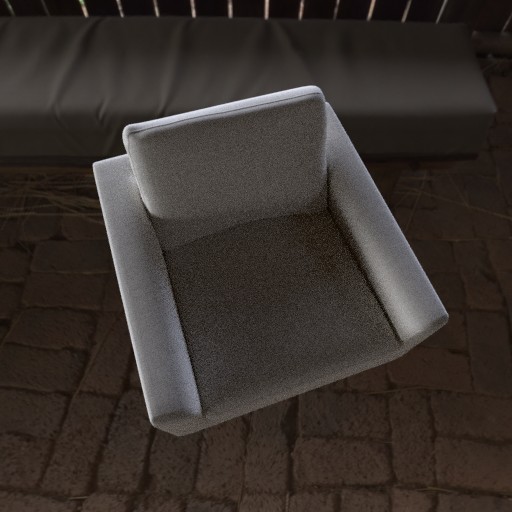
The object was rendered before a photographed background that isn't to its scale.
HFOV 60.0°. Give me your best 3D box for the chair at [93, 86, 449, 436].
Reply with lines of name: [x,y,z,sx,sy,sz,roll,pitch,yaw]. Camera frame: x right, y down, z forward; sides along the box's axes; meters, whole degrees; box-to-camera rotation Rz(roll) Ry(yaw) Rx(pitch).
chair: [0.000,0.000,1.830,1.070,0.876,1.100,-17,65,-8]
